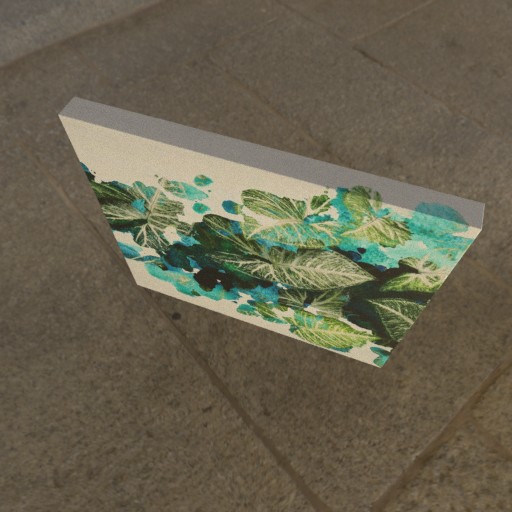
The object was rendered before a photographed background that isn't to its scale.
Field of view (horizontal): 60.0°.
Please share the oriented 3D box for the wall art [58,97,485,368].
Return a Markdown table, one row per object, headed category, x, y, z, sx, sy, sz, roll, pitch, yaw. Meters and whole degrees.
| category | x | y | z | sx | sy | sz | roll | pitch | yaw |
| --- | --- | --- | --- | --- | --- | --- | --- | --- | --- |
| wall art | 0.000 | 0.000 | 0.694 | 0.507 | 0.435 | 0.041 | 17 | 59 | 11 |
